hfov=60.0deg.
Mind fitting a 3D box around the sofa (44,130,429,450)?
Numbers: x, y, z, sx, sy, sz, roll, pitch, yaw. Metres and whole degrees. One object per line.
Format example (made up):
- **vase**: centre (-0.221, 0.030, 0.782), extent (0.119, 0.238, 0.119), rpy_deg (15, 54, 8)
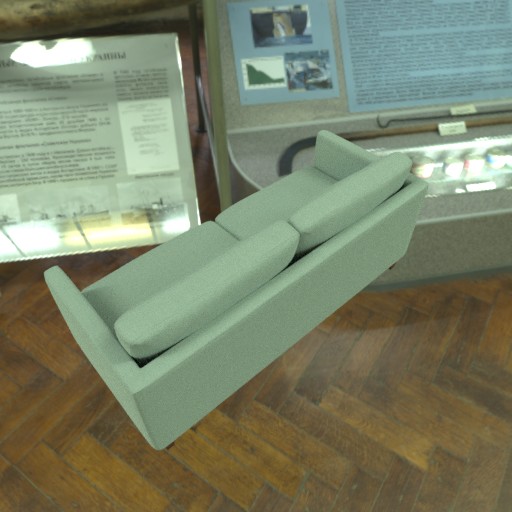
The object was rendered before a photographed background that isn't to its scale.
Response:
- **sofa**: centre (0.000, 0.000, 2.770), extent (2.208, 0.965, 0.951), rpy_deg (-33, 54, -28)
